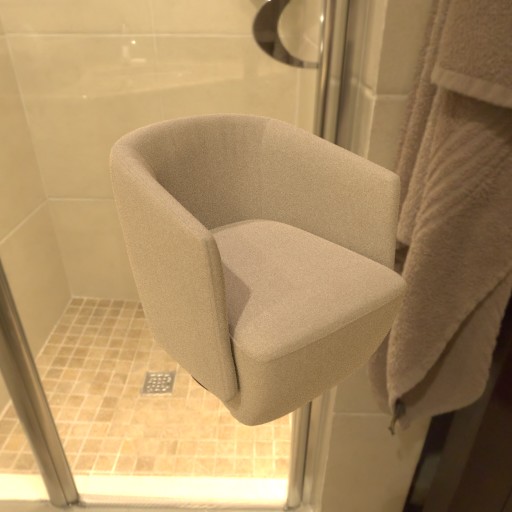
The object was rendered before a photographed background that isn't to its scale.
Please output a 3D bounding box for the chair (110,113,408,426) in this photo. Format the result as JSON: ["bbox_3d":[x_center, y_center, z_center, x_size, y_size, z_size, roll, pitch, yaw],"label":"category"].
[{"bbox_3d":[0.000,0.000,1.667,0.822,0.861,0.986,-20,36,-31],"label":"chair"}]
